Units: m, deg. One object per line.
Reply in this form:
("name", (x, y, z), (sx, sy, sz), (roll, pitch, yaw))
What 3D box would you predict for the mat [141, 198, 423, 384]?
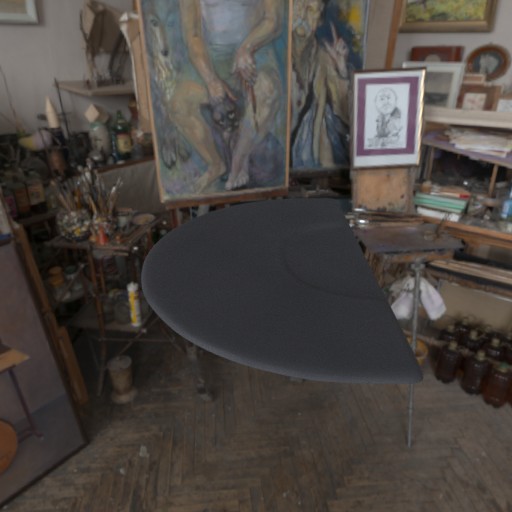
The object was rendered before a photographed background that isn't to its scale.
("mat", (0.000, 0.000, 1.849), (0.917, 0.022, 1.525), (0, 26, 0))
